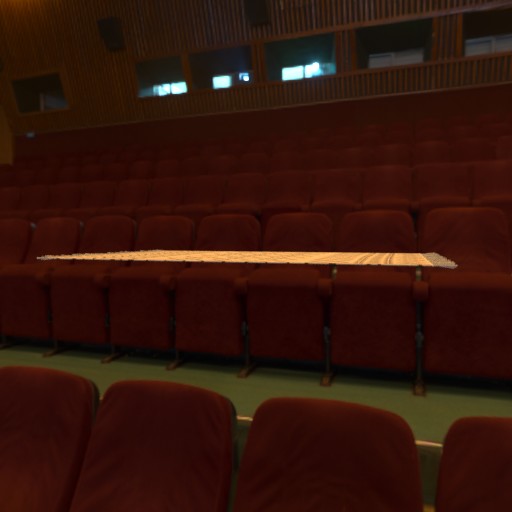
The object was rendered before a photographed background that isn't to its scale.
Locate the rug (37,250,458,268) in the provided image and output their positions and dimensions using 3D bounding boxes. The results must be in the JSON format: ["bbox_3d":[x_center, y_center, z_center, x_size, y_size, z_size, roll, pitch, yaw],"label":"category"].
[{"bbox_3d":[0.000,0.000,2.566,2.023,0.028,1.224,1,3,18],"label":"rug"}]
